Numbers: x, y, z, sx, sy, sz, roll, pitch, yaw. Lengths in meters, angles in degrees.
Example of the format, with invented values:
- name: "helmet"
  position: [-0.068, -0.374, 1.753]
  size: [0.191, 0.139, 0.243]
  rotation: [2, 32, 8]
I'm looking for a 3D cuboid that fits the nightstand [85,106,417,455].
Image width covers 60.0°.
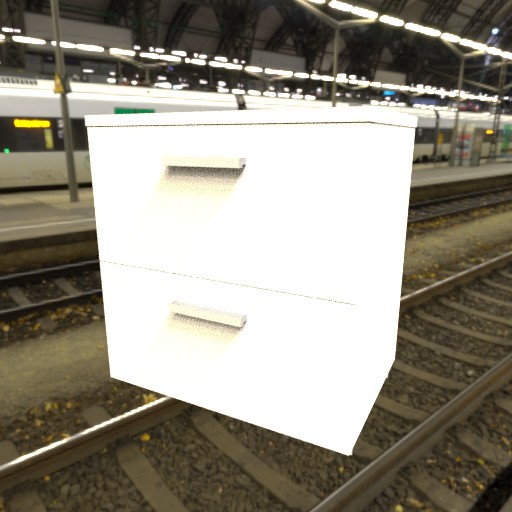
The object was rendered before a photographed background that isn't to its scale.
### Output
- name: "nightstand"
  position: [0.000, 0.000, 0.765]
  size: [0.441, 0.460, 0.325]
  rotation: [8, 17, 27]
